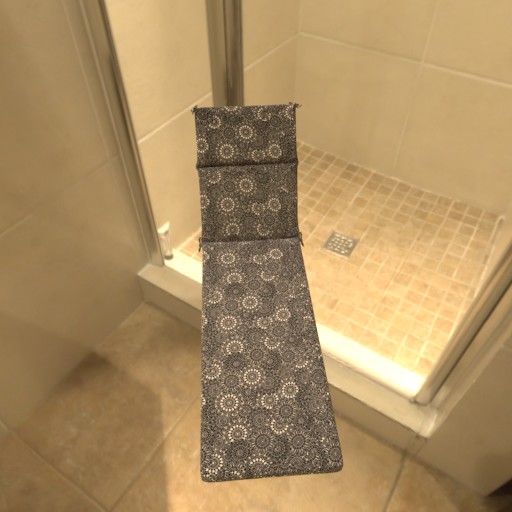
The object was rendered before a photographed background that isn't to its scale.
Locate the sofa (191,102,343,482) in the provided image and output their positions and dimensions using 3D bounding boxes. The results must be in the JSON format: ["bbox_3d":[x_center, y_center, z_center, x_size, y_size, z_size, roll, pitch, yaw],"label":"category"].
[{"bbox_3d":[0.000,0.000,1.956,0.582,0.622,1.663,-3,47,-3],"label":"sofa"}]
